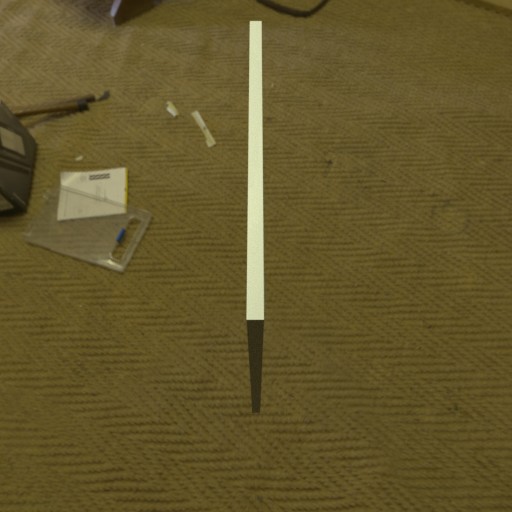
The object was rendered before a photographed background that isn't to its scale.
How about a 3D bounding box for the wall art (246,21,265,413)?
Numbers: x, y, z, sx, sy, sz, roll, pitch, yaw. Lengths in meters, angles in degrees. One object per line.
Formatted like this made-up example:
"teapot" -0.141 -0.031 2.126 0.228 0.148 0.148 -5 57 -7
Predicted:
"wall art" 0.000 0.000 1.394 0.034 1.042 0.789 0 62 0
